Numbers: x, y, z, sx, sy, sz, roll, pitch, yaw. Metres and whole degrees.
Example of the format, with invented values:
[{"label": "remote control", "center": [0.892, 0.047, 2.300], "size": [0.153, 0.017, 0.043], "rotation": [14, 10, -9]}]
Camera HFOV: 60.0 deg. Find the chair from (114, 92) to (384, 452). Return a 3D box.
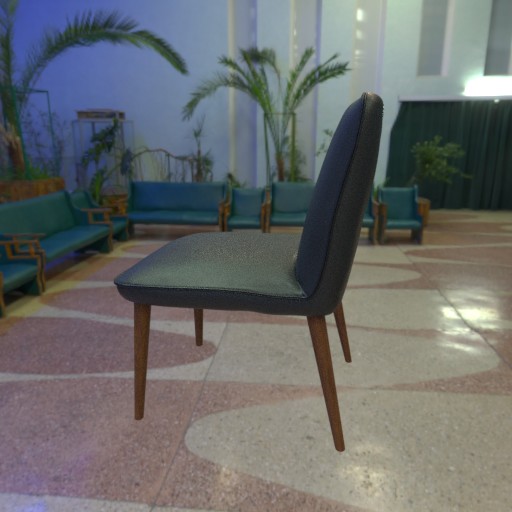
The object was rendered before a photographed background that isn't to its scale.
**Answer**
[{"label": "chair", "center": [0.000, 0.000, 1.215], "size": [0.645, 0.801, 0.543], "rotation": [2, 15, 9]}]
